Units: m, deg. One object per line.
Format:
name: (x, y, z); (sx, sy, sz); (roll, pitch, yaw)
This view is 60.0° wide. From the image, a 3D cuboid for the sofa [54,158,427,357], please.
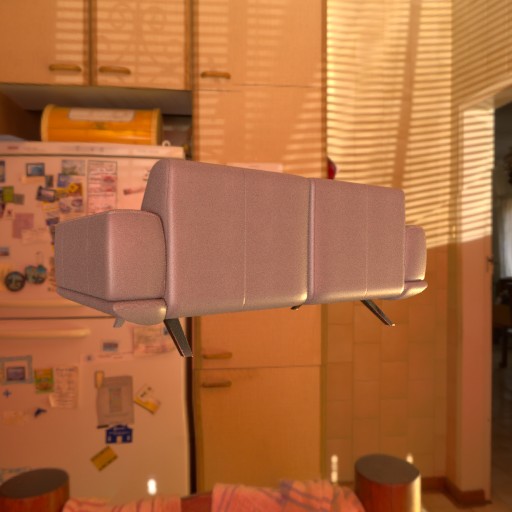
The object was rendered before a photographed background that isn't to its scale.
sofa: (0.000, 0.000, 2.434); (1.901, 0.772, 0.900); (0, 1, -36)
